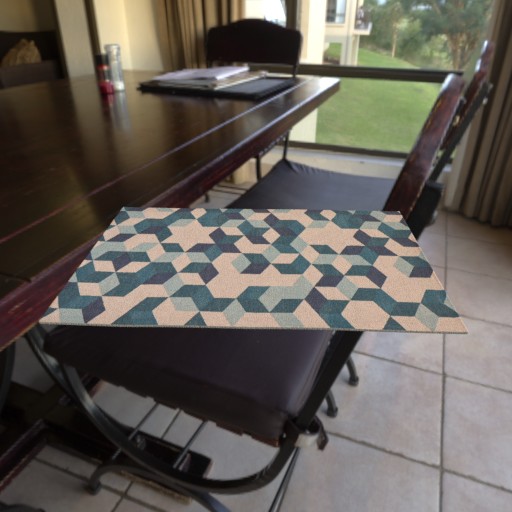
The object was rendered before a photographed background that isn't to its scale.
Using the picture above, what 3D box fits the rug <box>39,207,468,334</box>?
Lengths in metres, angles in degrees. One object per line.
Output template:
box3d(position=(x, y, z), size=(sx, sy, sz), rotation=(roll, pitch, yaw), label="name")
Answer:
box3d(position=(0.000, 0.000, 2.408), size=(1.829, 0.014, 1.235), rotation=(1, 30, 2), label="rug")
